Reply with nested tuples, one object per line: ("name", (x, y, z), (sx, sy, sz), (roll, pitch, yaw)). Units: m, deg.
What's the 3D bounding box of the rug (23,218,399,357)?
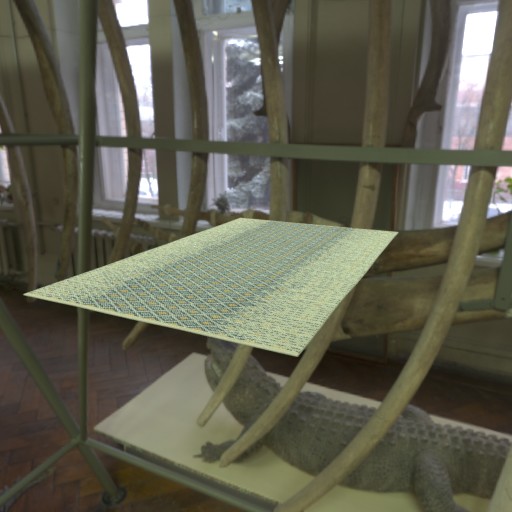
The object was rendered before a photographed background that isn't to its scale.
("rug", (0.000, 0.000, 3.072), (1.541, 0.008, 2.448), (7, 17, 25))
